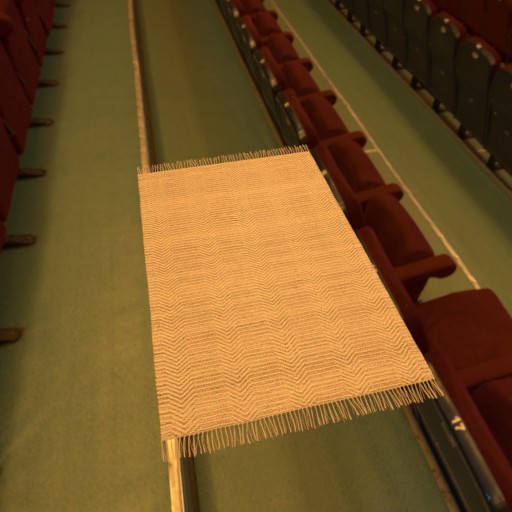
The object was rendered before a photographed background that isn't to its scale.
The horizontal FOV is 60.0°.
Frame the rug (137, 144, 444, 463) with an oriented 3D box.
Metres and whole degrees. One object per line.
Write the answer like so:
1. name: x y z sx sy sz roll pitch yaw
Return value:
1. rug: 0.000 0.000 2.498 1.224 0.027 2.021 -10 48 -9
